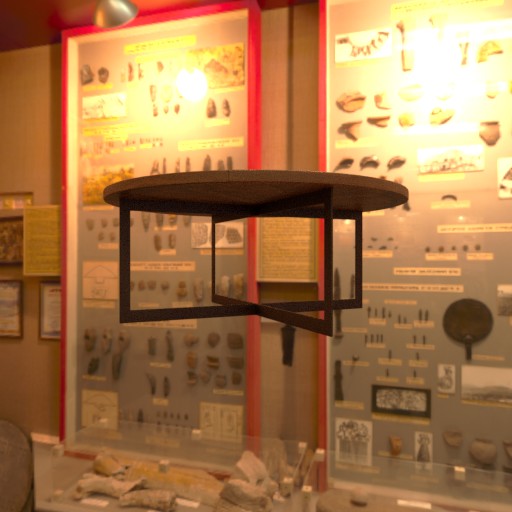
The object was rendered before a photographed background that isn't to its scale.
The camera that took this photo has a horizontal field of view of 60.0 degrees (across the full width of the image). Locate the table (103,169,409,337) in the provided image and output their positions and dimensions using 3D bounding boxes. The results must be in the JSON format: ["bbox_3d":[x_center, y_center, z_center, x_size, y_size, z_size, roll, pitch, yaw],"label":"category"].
[{"bbox_3d":[0.000,0.000,1.941,1.264,0.516,1.264,0,0,0],"label":"table"}]
